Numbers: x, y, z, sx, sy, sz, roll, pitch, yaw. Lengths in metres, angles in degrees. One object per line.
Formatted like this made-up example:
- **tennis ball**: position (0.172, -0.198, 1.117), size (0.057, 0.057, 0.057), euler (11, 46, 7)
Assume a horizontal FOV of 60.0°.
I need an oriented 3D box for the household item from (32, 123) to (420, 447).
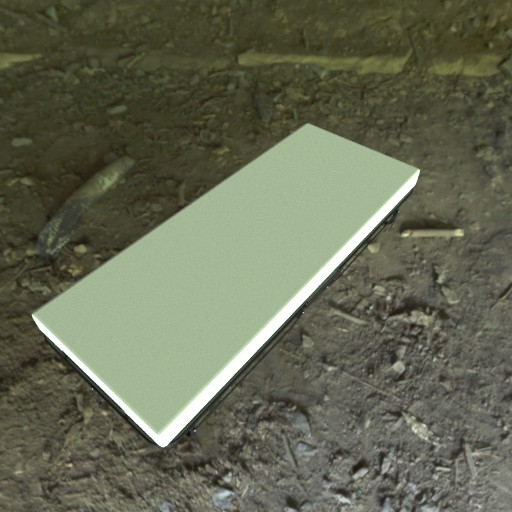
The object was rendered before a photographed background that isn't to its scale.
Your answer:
- **household item**: position (0.000, 0.000, 2.171), size (0.787, 0.356, 1.905), euler (31, 54, 26)
